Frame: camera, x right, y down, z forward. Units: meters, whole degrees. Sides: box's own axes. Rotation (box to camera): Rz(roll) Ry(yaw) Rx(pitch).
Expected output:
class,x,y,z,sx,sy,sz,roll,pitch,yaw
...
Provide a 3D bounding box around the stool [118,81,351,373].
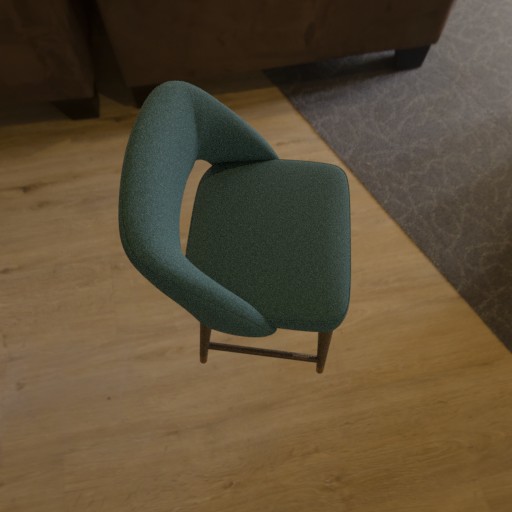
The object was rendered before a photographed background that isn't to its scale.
class,x,y,z,sx,sy,sz,roll,pitch,yaw
stool,0.000,0.000,1.275,0.522,0.939,0.536,4,65,2
